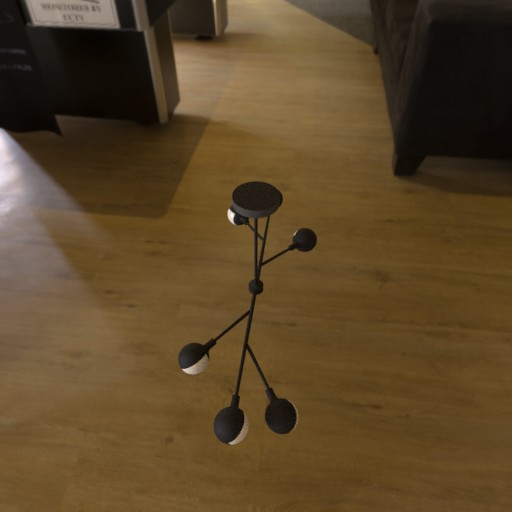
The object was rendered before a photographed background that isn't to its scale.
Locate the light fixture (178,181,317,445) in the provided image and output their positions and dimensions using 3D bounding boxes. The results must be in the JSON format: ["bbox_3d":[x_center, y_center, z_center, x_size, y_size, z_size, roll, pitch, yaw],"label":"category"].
[{"bbox_3d":[0.000,0.000,1.061,0.434,0.362,0.778,17,48,16],"label":"light fixture"}]
